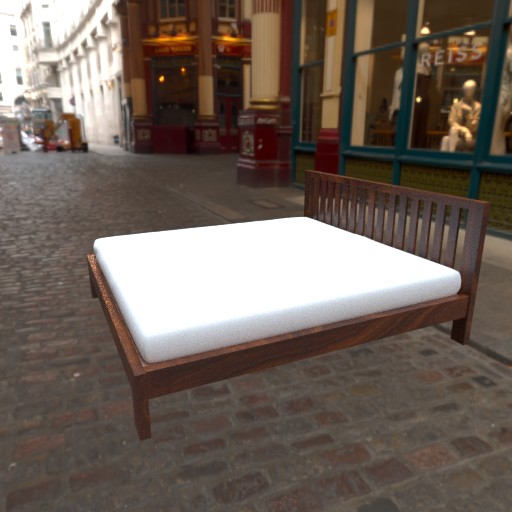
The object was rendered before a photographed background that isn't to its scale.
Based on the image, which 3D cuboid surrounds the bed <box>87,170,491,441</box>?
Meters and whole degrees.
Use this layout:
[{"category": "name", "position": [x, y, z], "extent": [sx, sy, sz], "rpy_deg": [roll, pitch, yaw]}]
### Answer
[{"category": "bed", "position": [0.000, 0.000, 3.039], "extent": [2.030, 0.890, 1.905], "rpy_deg": [-8, 19, -24]}]
